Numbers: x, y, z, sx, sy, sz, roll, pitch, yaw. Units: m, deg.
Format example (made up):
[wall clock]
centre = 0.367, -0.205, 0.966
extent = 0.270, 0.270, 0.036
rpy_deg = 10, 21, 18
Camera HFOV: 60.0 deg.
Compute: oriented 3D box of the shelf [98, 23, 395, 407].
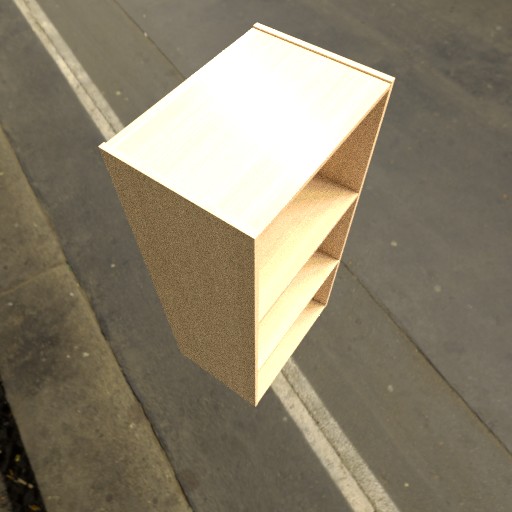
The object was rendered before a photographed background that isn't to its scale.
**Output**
[shelf]
centre = 0.000, 0.000, 1.087
extent = 0.292, 0.876, 0.417
rpy_deg = 31, 63, 18
